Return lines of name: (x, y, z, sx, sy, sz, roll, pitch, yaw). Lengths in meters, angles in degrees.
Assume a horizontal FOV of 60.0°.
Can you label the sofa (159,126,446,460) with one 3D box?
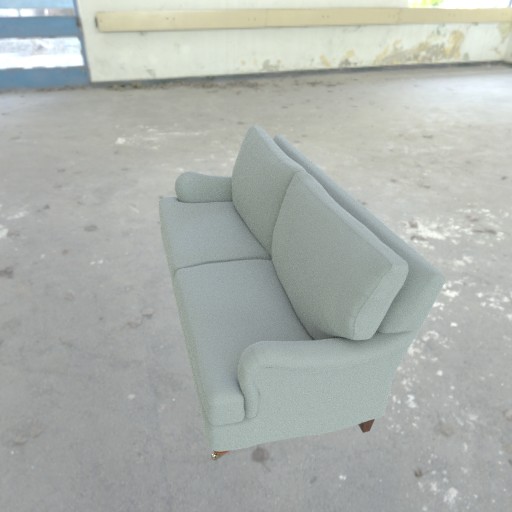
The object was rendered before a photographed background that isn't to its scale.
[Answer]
sofa: (0.000, 0.000, 2.821, 1.069, 1.096, 2.193, -9, 32, -14)
